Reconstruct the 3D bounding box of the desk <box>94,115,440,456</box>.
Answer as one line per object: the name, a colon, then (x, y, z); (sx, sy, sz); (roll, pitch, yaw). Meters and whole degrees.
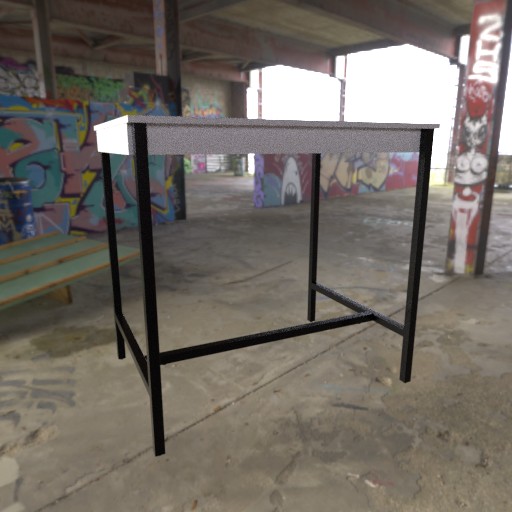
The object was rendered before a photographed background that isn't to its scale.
desk: (0.000, 0.000, 1.350); (0.811, 0.766, 0.573); (-7, 16, -25)
